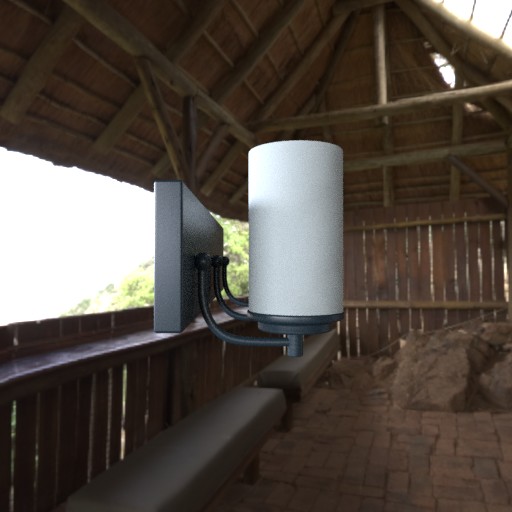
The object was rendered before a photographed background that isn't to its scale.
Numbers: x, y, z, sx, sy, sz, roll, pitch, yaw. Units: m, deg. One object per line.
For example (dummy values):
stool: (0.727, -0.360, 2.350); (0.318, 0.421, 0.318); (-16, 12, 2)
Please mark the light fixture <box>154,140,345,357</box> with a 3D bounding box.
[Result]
light fixture: (0.000, 0.000, 0.529); (0.145, 0.172, 0.451); (0, -1, -1)
